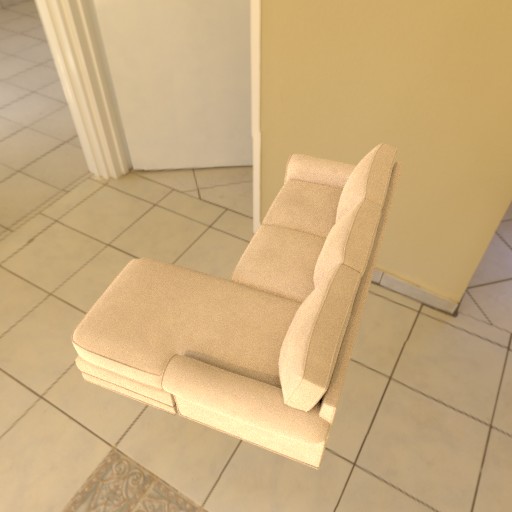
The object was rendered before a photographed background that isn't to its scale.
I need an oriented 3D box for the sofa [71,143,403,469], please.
[{"bbox_3d":[0.000,0.000,2.388,1.226,0.734,1.770,15,48,15],"label":"sofa"}]
